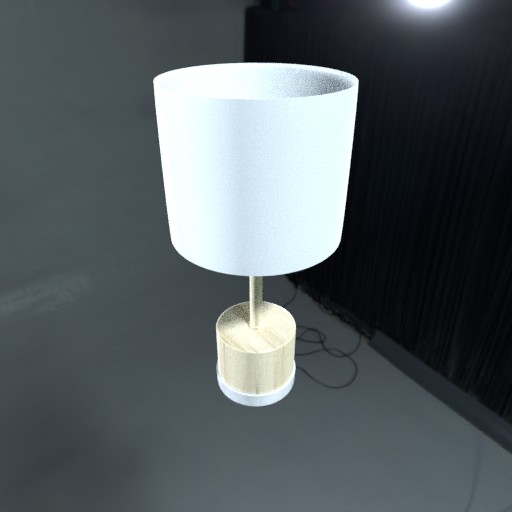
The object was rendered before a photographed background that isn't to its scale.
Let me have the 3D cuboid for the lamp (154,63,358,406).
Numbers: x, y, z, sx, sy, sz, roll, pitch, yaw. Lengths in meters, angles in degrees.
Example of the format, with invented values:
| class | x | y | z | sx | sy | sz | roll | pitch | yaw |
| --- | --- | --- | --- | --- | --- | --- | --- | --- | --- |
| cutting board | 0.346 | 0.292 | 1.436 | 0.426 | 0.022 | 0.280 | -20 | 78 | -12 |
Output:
| class | x | y | z | sx | sy | sz | roll | pitch | yaw |
| --- | --- | --- | --- | --- | --- | --- | --- | --- | --- |
| lamp | 0.000 | 0.000 | 0.621 | 0.229 | 0.470 | 0.229 | -21 | 37 | -31 |
